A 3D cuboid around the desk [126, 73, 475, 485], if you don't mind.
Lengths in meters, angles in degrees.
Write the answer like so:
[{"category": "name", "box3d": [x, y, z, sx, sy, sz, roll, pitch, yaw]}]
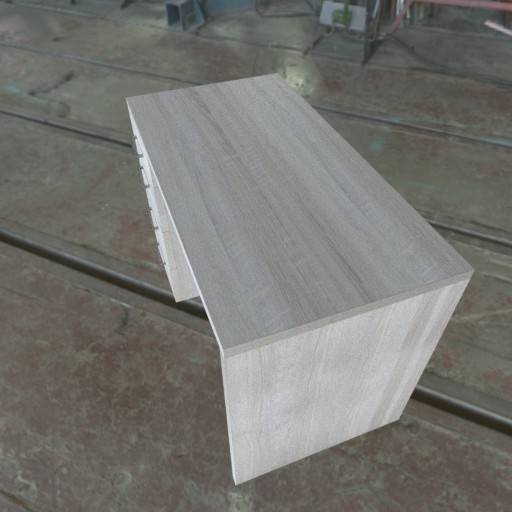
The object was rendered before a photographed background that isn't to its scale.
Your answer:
[{"category": "desk", "box3d": [0.000, 0.000, 1.510, 0.600, 0.731, 1.100, -15, 47, -15]}]
